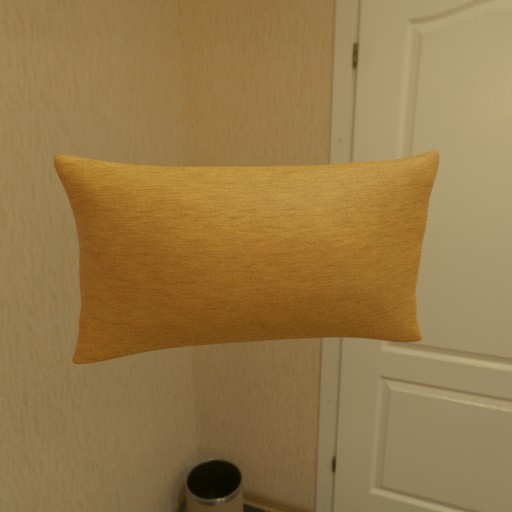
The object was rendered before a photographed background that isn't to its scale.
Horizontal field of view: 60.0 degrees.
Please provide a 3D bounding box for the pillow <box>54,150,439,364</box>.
[{"bbox_3d":[0.000,0.000,0.765,0.634,0.354,0.210,-2,15,-8],"label":"pillow"}]
